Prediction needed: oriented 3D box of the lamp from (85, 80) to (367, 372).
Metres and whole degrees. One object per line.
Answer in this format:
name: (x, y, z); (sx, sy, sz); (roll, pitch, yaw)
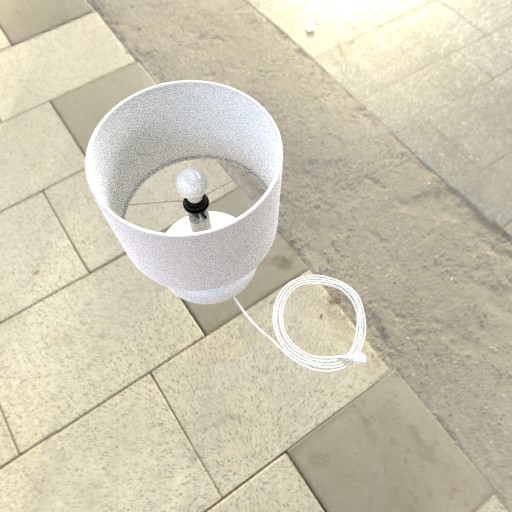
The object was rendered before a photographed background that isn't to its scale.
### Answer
lamp: (0.000, 0.000, 0.859); (0.401, 0.457, 0.546); (-34, 68, -15)
